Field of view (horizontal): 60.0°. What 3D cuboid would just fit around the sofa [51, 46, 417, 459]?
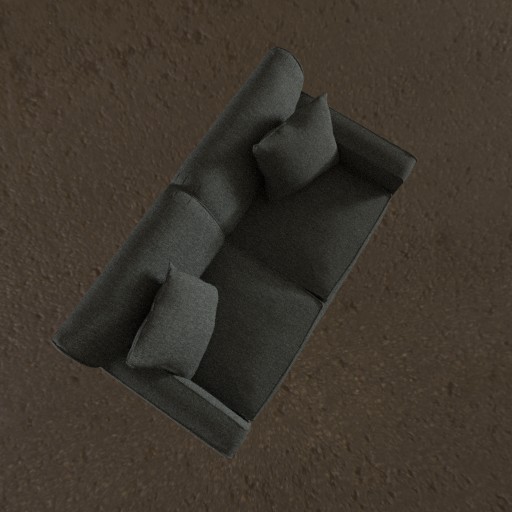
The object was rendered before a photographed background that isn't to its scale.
[{"bbox_3d":[0.000,0.000,2.452,0.998,0.958,1.846,33,79,7],"label":"sofa"}]
